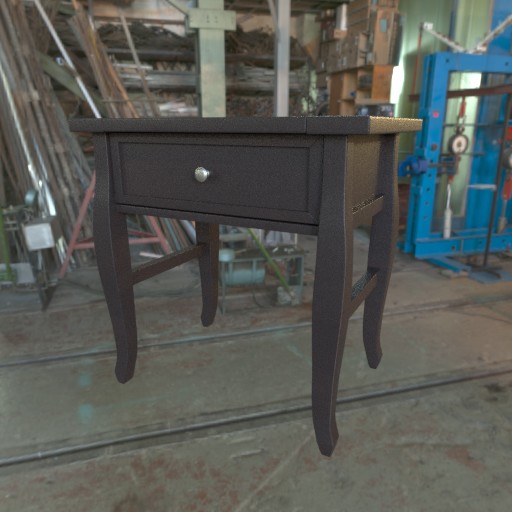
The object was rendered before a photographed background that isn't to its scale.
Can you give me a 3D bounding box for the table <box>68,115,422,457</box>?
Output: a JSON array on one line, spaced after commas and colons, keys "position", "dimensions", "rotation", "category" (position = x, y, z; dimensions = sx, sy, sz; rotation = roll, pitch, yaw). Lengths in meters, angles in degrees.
[{"position": [0.000, 0.000, 1.023], "dimensions": [0.602, 0.605, 0.460], "rotation": [9, 19, 27], "category": "table"}]
